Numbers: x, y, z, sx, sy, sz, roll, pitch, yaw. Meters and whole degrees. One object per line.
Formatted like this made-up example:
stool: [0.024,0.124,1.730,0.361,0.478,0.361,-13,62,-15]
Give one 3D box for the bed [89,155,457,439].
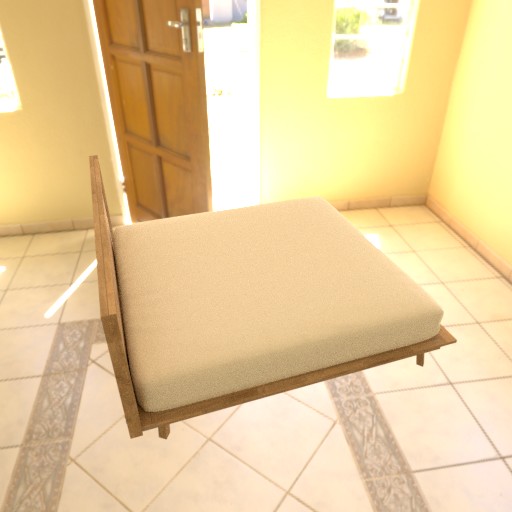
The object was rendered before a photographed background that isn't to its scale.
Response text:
bed: [0.000,0.000,3.359,2.167,1.100,2.116,-10,34,-16]
